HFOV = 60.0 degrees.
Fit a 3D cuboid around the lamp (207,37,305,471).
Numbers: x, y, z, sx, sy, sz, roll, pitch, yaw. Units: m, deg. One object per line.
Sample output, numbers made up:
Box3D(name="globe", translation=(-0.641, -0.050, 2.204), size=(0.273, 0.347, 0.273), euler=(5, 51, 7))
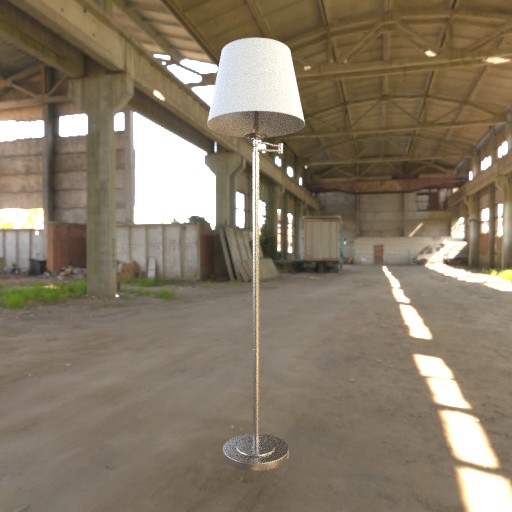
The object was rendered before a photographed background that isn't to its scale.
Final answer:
Box3D(name="lamp", translation=(0.000, 0.000, 1.630), size=(0.355, 1.473, 0.355), euler=(0, 1, 0))
